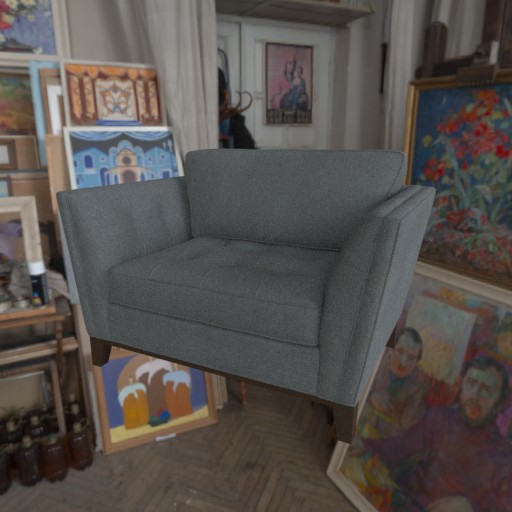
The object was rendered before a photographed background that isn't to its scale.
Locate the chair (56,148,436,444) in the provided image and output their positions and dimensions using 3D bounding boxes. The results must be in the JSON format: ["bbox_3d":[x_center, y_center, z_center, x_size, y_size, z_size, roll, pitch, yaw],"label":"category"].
[{"bbox_3d":[0.000,0.000,2.028,1.396,0.942,0.965,8,17,26],"label":"chair"}]
